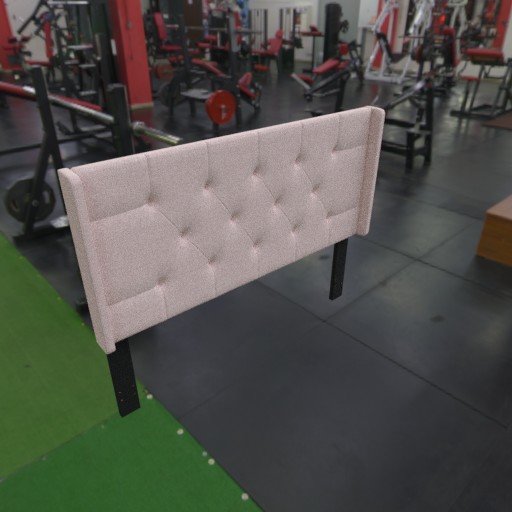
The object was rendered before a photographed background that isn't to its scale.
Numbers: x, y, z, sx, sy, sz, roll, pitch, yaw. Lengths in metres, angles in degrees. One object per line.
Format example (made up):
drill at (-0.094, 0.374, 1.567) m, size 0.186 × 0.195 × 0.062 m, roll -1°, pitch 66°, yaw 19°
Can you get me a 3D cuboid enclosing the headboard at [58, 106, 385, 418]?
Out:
headboard at (0.000, 0.000, 2.738) m, size 2.051 × 1.524 × 0.184 m, roll -23°, pitch 37°, yaw -34°
